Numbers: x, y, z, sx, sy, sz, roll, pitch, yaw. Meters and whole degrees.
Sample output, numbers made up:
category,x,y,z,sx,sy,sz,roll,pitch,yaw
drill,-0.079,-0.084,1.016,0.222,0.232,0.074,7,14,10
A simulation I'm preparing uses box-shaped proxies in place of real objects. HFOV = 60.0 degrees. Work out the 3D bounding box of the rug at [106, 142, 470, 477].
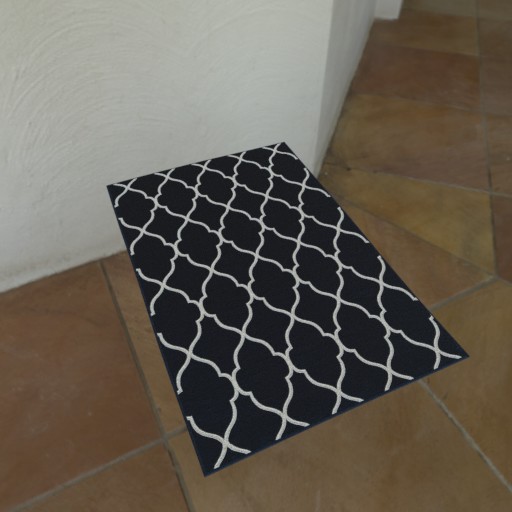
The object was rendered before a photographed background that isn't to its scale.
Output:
category,x,y,z,sx,sy,sz,roll,pitch,yaw
rug,0.000,0.000,2.897,1.526,0.014,2.290,-18,49,-16
